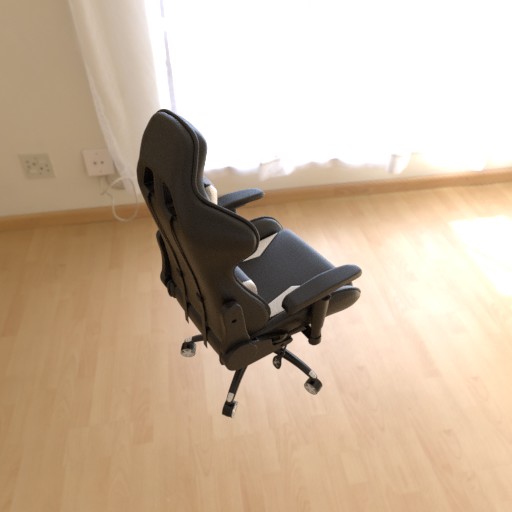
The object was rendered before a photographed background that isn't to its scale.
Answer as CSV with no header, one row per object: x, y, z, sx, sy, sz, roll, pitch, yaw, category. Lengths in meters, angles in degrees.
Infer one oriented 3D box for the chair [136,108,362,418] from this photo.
0.000,0.000,1.743,0.695,1.285,0.730,-25,47,-25,chair
